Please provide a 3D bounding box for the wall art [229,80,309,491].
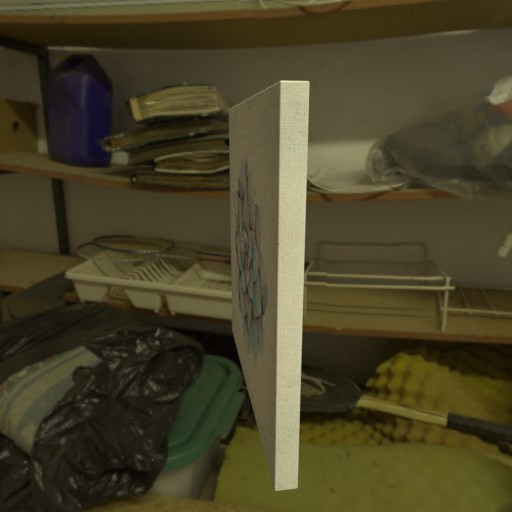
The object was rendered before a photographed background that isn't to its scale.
[{"bbox_3d":[0.000,0.000,0.919,0.040,0.612,0.612,-2,15,-9],"label":"wall art"}]
